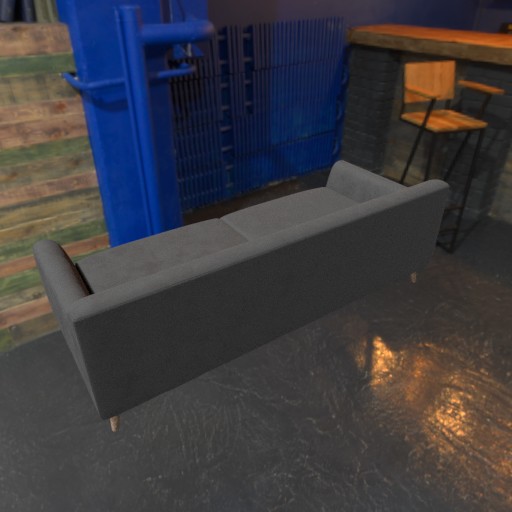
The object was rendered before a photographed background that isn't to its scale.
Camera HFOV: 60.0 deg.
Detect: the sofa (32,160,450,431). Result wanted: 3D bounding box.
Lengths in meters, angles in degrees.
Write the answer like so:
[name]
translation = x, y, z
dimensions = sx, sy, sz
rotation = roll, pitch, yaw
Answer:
[sofa]
translation = 0.000, 0.000, 2.591
dimensions = 2.190, 0.740, 0.900
rotation = -20, 37, -28
